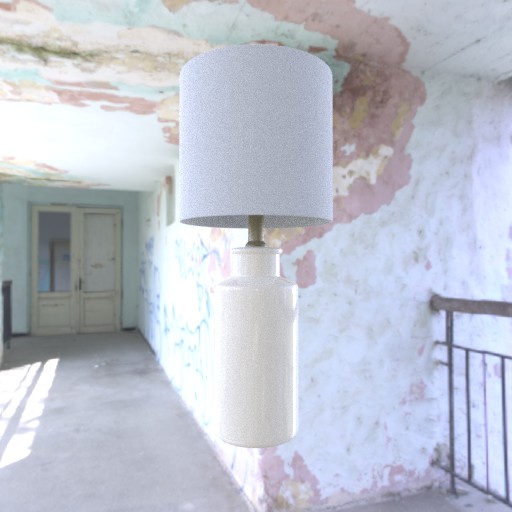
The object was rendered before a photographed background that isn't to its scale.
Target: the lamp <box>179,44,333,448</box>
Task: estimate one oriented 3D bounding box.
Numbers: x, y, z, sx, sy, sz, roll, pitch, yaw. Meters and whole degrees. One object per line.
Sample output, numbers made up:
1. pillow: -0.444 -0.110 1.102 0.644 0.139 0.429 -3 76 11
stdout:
1. lamp: 0.000 0.000 0.620 0.212 0.493 0.212 0 -1 -18
